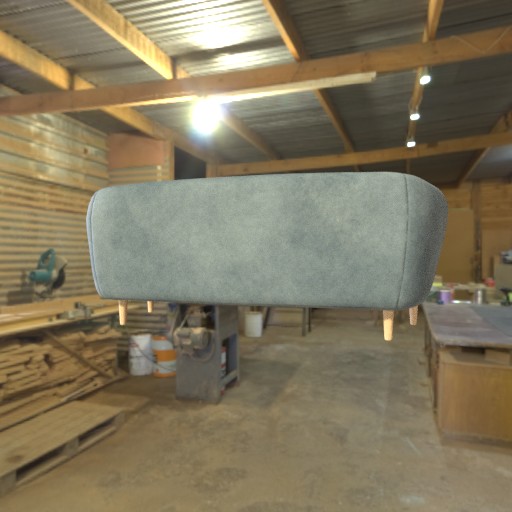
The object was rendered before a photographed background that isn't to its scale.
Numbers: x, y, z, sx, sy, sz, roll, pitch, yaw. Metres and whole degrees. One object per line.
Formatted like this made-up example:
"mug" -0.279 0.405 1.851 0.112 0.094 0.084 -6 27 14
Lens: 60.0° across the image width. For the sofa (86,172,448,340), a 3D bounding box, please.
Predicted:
"sofa" 0.000 0.000 2.540 2.095 0.795 0.849 0 1 18
